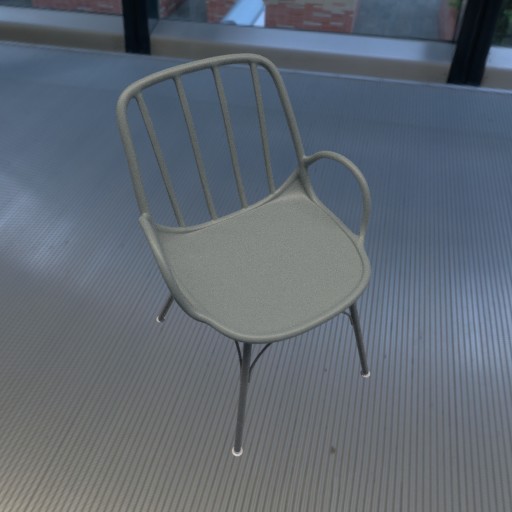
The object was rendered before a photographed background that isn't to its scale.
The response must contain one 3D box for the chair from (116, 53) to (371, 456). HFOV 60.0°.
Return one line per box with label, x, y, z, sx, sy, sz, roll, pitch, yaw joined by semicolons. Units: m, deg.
chair;0.000;0.000;1.178;0.549;0.816;0.597;-24;51;-20
